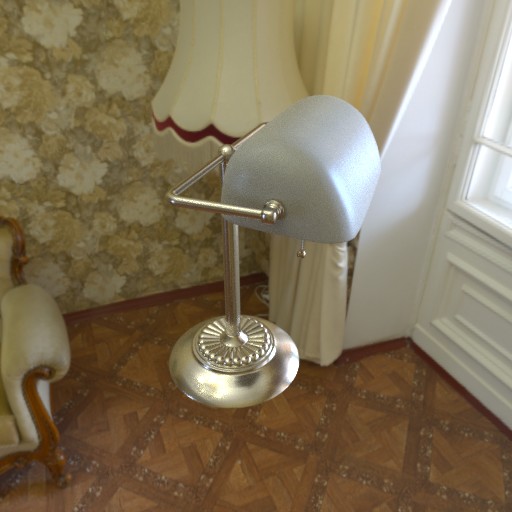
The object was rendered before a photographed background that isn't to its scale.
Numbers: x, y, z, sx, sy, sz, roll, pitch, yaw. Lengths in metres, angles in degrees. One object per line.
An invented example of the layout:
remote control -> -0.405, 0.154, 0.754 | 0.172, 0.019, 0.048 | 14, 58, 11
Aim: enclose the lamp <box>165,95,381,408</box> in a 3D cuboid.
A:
lamp -> 0.000, 0.000, 0.518 | 0.243, 0.339, 0.264 | 11, 33, 17
